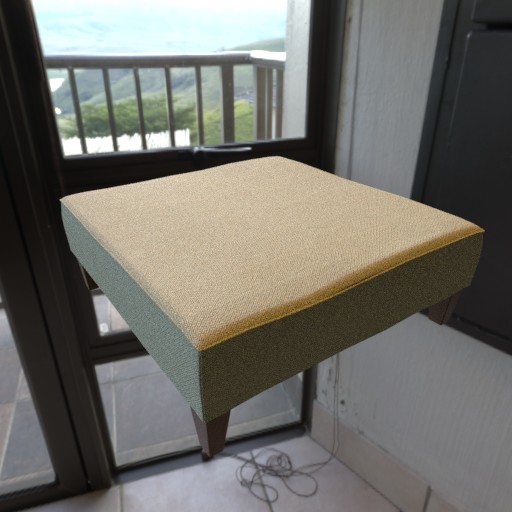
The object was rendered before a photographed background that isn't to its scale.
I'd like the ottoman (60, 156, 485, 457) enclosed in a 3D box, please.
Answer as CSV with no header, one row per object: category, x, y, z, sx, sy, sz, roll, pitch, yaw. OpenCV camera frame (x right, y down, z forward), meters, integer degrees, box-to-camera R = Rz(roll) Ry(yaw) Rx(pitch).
ottoman,0.000,0.000,1.482,0.968,0.379,1.004,-18,32,-31
